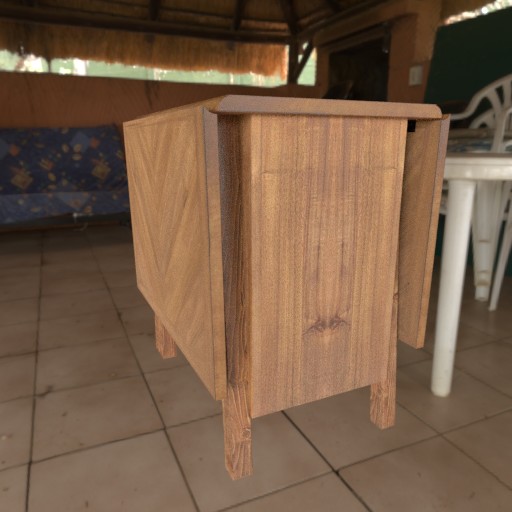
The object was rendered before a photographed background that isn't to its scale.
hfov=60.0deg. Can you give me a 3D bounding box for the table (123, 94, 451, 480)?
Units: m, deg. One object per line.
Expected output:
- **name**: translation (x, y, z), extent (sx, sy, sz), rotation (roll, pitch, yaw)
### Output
- **table**: translation (0.000, 0.000, 1.586), extent (0.701, 0.981, 0.967), rotation (-7, 16, -25)
